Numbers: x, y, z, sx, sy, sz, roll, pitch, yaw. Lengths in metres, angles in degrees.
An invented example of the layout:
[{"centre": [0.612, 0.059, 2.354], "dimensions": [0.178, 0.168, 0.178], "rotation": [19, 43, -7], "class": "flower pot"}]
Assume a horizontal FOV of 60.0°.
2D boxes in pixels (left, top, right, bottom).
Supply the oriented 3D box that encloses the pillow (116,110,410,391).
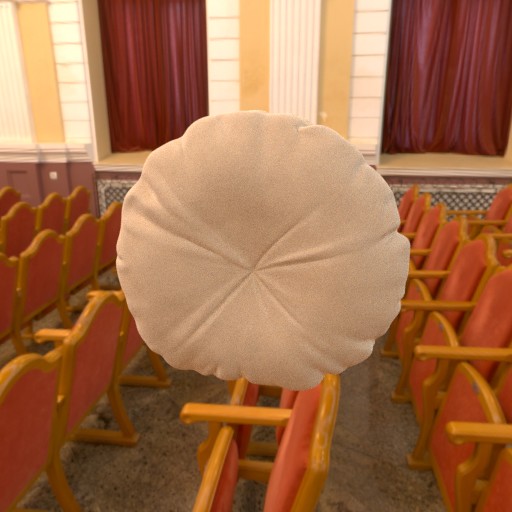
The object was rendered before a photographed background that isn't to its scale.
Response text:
[{"centre": [0.000, 0.000, 0.651], "dimensions": [0.428, 0.407, 0.148], "rotation": [3, 17, 8], "class": "pillow"}]
